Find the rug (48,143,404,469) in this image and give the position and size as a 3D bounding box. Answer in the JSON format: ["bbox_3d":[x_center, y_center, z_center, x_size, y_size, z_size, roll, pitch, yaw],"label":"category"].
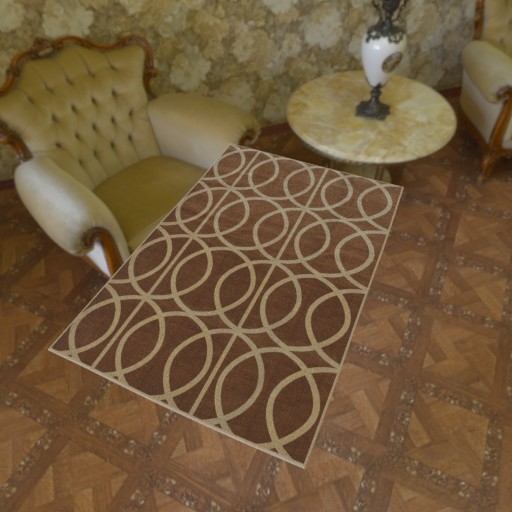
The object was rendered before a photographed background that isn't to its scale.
[{"bbox_3d":[0.000,0.000,2.963,1.528,0.014,2.294,18,49,16],"label":"rug"}]
